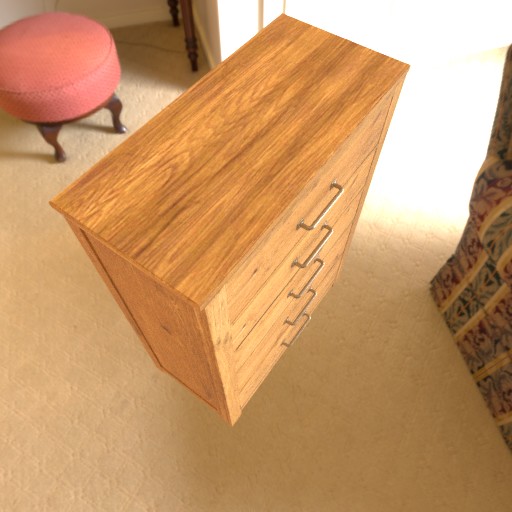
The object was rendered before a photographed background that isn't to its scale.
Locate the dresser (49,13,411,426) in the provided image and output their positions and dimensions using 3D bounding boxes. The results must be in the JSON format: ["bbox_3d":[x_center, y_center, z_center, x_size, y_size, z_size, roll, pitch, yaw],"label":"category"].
[{"bbox_3d":[0.000,0.000,1.904,0.558,1.431,1.081,32,64,18],"label":"dresser"}]
